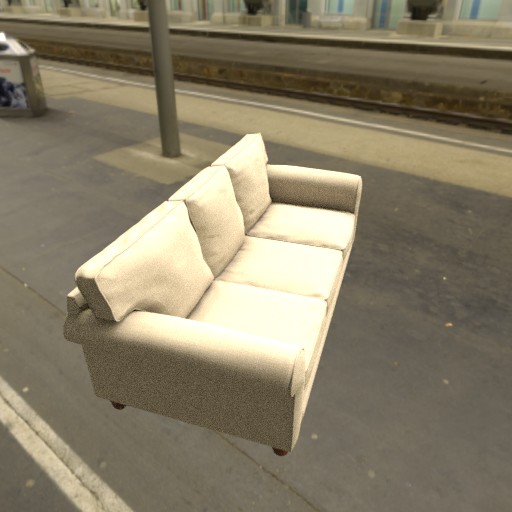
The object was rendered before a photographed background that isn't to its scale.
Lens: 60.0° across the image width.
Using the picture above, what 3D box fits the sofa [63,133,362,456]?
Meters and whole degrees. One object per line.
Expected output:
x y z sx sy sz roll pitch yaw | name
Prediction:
0.000 0.000 2.603 0.998 0.889 2.118 9 32 15 | sofa
